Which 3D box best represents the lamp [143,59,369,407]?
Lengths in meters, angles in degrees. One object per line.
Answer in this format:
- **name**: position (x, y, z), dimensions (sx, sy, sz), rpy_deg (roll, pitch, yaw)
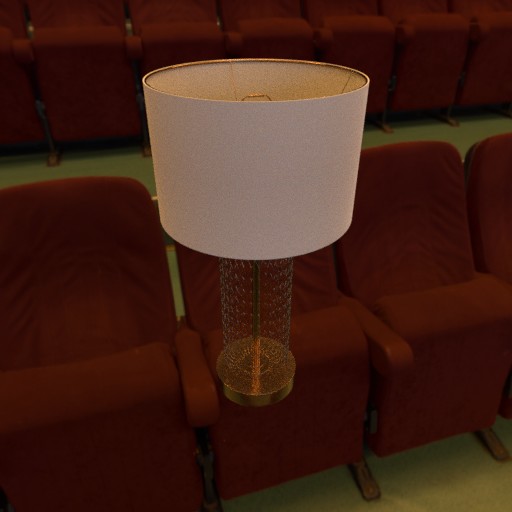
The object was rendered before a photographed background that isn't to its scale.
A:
- **lamp**: position (0.000, 0.000, 0.631), dimensions (0.252, 0.483, 0.252), rpy_deg (-9, 33, -14)
